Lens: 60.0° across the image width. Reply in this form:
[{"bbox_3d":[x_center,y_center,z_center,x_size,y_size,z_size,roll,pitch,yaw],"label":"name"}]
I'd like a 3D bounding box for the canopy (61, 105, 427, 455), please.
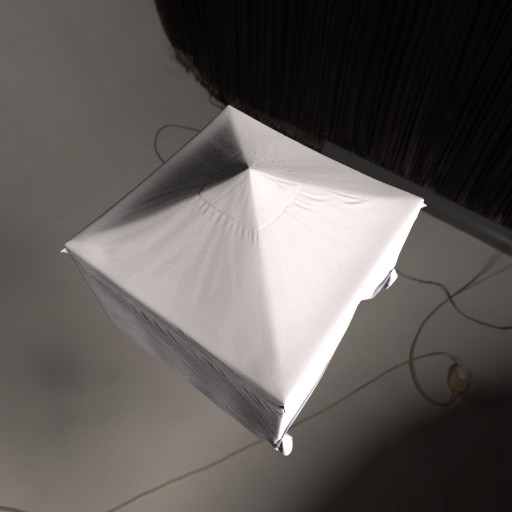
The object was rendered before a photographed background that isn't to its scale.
[{"bbox_3d":[0.000,0.000,5.530,3.121,2.997,3.043,31,62,19],"label":"canopy"}]
